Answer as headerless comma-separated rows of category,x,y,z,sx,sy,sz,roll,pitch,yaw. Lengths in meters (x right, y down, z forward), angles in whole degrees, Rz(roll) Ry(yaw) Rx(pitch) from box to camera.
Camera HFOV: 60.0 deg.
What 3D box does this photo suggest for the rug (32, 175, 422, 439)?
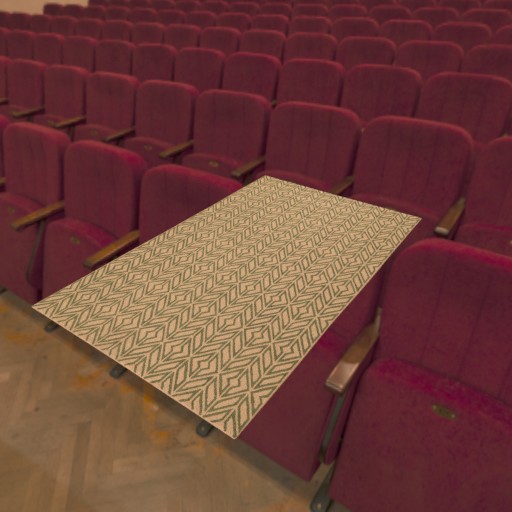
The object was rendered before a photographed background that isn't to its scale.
rug,0.000,0.000,3.077,1.517,0.011,2.435,21,38,29
